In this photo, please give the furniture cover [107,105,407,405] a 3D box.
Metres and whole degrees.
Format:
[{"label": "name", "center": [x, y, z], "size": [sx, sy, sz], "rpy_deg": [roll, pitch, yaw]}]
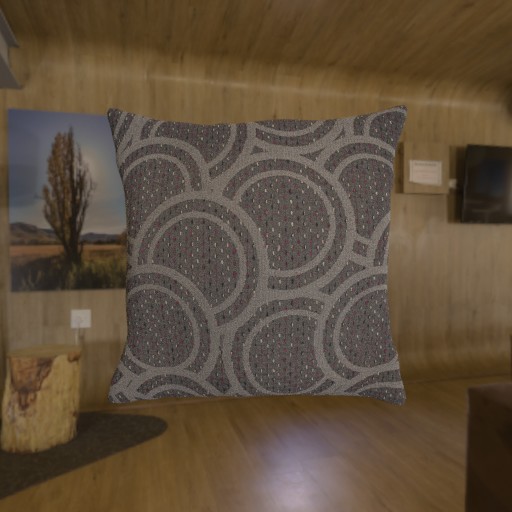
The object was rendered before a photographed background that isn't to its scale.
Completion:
[{"label": "furniture cover", "center": [0.000, 0.000, 0.763], "size": [0.514, 0.513, 0.163], "rpy_deg": [0, 1, 1]}]
